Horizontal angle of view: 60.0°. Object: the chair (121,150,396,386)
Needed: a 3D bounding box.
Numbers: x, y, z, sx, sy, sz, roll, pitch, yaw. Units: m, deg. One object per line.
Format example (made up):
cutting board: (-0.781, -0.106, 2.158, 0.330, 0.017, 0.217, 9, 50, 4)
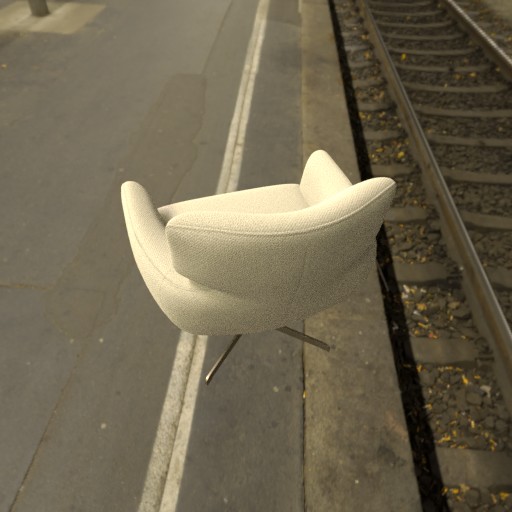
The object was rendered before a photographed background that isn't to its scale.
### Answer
chair: (0.000, 0.000, 1.432, 0.760, 0.810, 0.730, -12, 44, -13)
